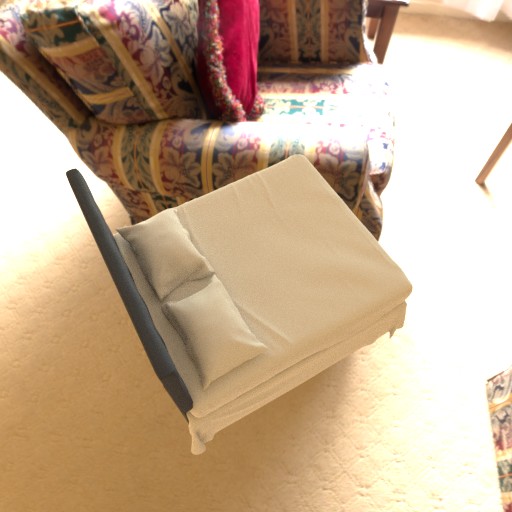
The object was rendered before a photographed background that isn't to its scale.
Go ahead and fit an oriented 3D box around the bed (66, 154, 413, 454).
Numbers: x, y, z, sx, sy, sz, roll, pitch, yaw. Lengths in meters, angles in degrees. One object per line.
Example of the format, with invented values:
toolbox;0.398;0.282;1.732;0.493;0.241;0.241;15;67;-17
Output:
bed;0.000;0.000;3.547;2.222;1.577;1.936;-26;62;-15
